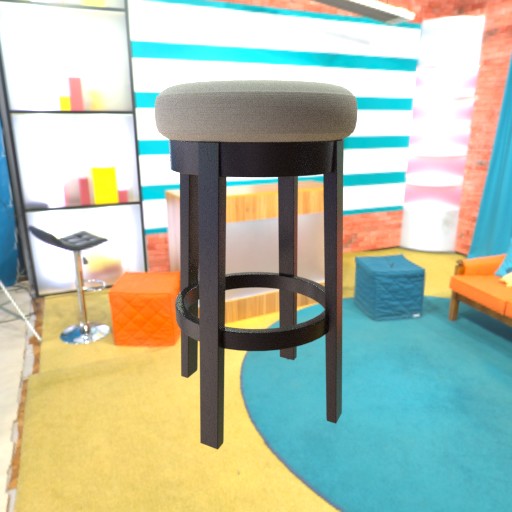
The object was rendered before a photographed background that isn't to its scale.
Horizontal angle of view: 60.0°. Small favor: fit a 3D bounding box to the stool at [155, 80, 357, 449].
[{"bbox_3d":[0.000,0.000,1.048,0.446,0.758,0.446,0,17,0],"label":"stool"}]
